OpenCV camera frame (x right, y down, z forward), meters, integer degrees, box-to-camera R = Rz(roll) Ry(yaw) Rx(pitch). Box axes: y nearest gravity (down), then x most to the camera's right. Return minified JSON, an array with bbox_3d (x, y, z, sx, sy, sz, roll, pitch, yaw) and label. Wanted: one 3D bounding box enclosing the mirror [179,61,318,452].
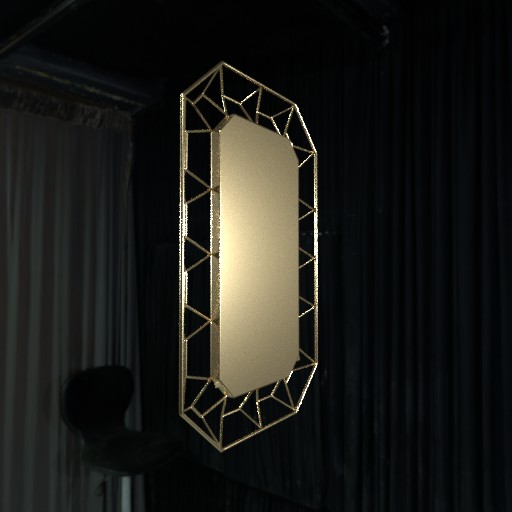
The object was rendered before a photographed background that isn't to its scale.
[{"bbox_3d":[0.000,0.000,1.127,0.051,0.870,0.572,-1,-2,36],"label":"mirror"}]
